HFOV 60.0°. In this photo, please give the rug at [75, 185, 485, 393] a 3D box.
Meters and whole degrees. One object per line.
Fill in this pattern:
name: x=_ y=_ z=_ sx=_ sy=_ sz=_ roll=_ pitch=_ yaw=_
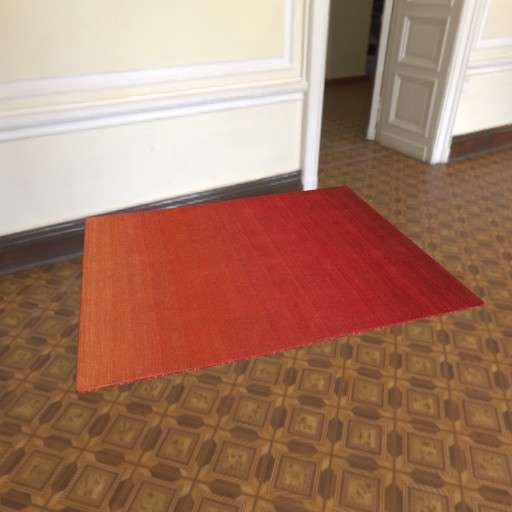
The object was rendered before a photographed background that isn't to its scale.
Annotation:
rug: x=0.000 y=0.000 z=3.886 sx=2.905 sy=0.028 sz=2.340 roll=-9 pitch=33 yaw=-14
